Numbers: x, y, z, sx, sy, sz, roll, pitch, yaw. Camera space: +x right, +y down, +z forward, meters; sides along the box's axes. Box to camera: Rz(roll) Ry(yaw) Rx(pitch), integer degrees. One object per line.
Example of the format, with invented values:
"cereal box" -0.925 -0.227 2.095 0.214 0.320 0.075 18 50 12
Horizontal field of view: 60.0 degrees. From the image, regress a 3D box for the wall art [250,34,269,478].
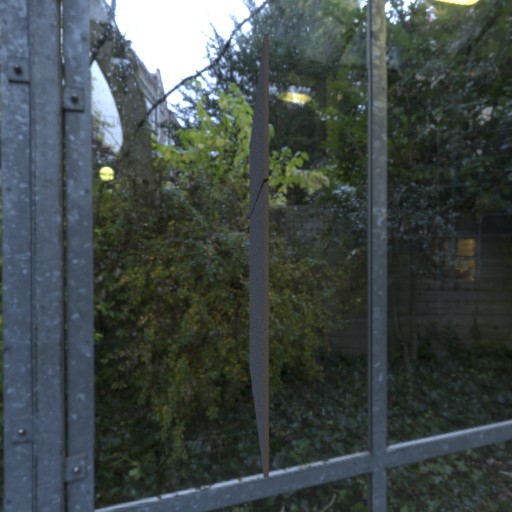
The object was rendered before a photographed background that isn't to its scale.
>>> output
"wall art" 0.000 0.000 1.821 0.013 1.216 1.216 0 0 -3
